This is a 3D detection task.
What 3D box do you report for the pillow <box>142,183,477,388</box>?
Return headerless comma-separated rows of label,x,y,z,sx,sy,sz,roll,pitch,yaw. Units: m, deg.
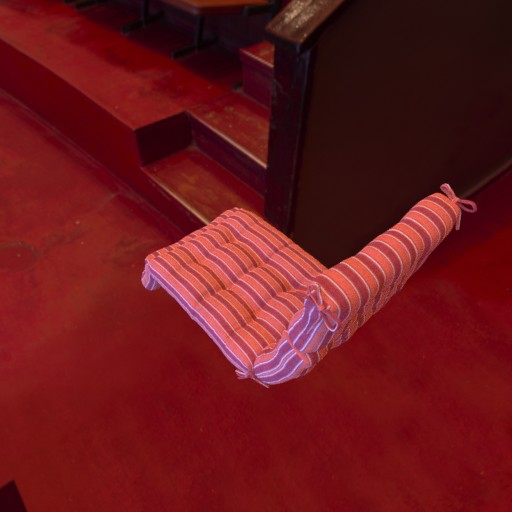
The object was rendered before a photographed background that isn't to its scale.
pillow,0.000,0.000,1.485,0.526,0.863,1.016,-33,56,-26
